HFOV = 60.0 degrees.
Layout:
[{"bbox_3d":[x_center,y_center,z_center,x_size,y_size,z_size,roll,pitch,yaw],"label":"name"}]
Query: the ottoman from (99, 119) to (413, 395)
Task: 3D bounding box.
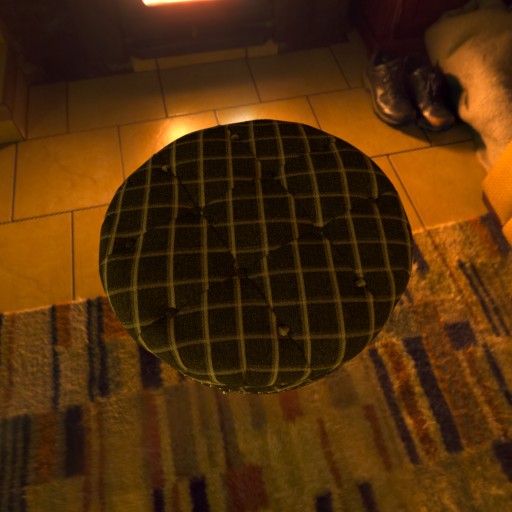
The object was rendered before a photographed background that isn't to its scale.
[{"bbox_3d":[0.000,0.000,1.409,0.901,0.439,0.901,0,59,0],"label":"ottoman"}]
